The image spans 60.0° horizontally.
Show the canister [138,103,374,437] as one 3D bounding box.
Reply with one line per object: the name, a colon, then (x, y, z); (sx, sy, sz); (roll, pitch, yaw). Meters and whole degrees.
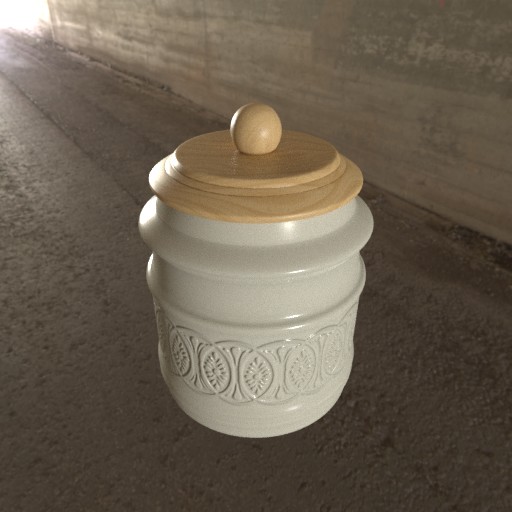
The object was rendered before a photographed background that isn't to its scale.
canister: (0.000, 0.000, 0.266); (0.130, 0.176, 0.130); (0, 31, 0)
